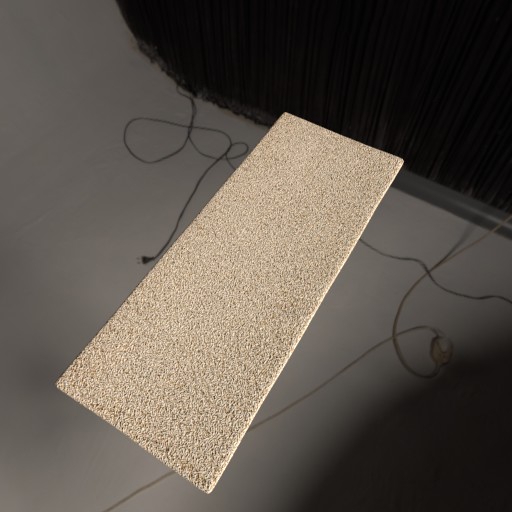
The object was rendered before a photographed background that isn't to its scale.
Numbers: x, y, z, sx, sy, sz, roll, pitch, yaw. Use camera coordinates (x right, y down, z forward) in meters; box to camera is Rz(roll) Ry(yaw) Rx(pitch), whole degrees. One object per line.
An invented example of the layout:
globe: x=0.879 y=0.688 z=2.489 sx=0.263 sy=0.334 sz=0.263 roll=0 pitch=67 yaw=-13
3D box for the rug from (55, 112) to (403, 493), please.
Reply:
rug: x=0.000 y=0.000 z=1.698 sx=0.609 sy=0.030 sz=1.524 roll=27 pitch=62 yaw=16
